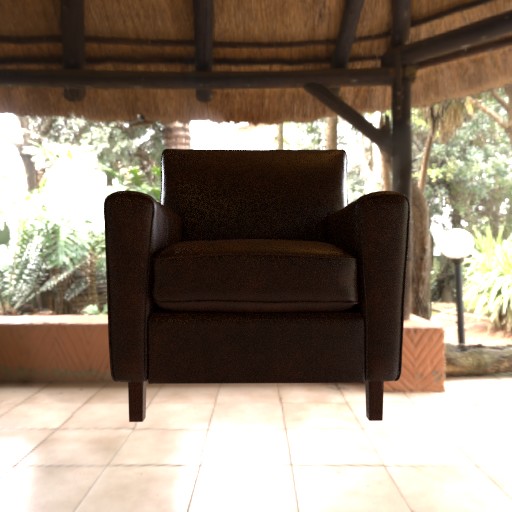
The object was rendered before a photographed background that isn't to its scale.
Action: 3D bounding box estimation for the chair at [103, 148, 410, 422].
[{"bbox_3d":[0.000,0.000,1.618,0.870,0.943,0.823,0,0,-1],"label":"chair"}]
